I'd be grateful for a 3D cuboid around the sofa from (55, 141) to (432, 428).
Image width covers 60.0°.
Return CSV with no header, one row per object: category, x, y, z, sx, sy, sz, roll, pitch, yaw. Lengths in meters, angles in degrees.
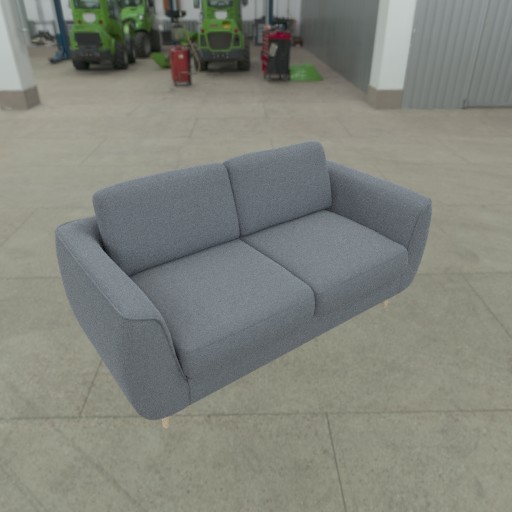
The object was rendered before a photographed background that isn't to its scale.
sofa,0.000,0.000,2.204,1.700,0.850,0.920,-20,36,-31
